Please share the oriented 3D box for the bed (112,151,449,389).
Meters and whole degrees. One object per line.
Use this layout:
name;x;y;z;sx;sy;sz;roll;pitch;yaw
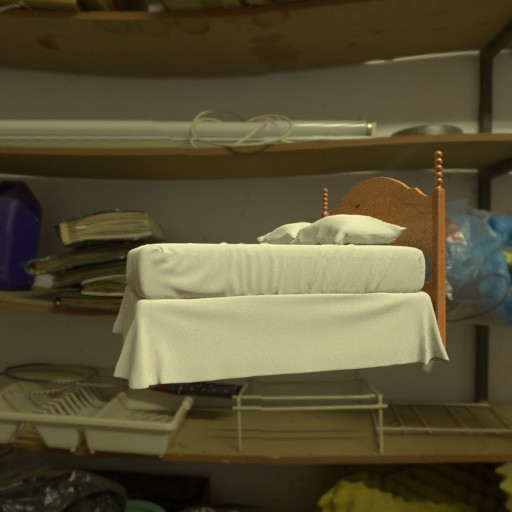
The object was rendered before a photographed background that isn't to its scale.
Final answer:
bed;0.000;0.000;3.317;2.040;1.356;1.873;0;0;-18
